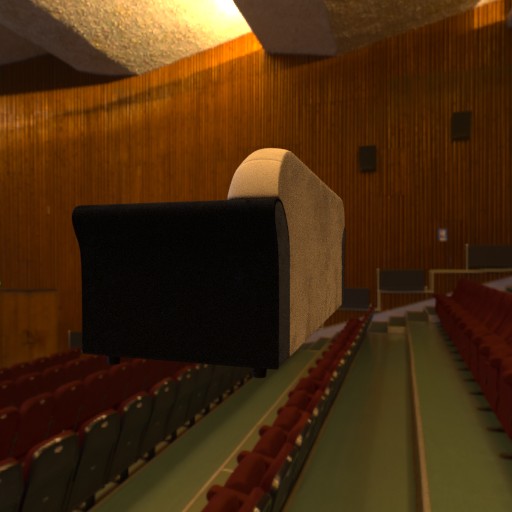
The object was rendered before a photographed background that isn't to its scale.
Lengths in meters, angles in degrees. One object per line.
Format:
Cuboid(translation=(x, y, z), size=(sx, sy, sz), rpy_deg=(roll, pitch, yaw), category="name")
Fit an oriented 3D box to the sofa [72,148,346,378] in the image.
Cuboid(translation=(0.000, 0.000, 2.412), size=(0.749, 0.789, 2.006), rpy_deg=(0, 1, 17), category="sofa")
